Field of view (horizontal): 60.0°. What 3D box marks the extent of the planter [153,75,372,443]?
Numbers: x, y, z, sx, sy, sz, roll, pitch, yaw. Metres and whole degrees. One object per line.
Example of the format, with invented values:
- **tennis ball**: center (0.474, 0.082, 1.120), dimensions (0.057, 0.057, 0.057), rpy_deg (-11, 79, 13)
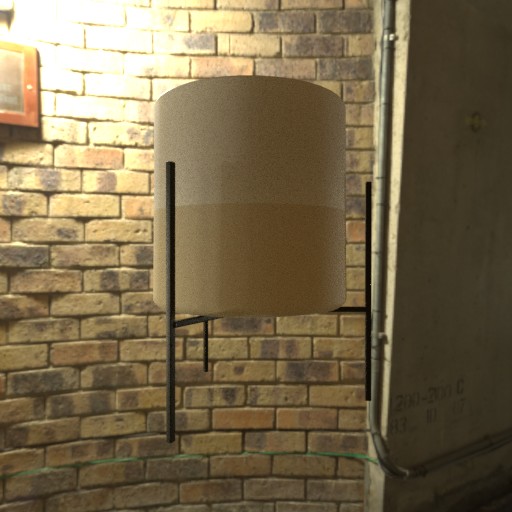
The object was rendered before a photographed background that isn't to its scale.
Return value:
- **planter**: center (0.000, 0.000, 0.540), dimensions (0.263, 0.362, 0.267), rpy_deg (0, 0, 19)
